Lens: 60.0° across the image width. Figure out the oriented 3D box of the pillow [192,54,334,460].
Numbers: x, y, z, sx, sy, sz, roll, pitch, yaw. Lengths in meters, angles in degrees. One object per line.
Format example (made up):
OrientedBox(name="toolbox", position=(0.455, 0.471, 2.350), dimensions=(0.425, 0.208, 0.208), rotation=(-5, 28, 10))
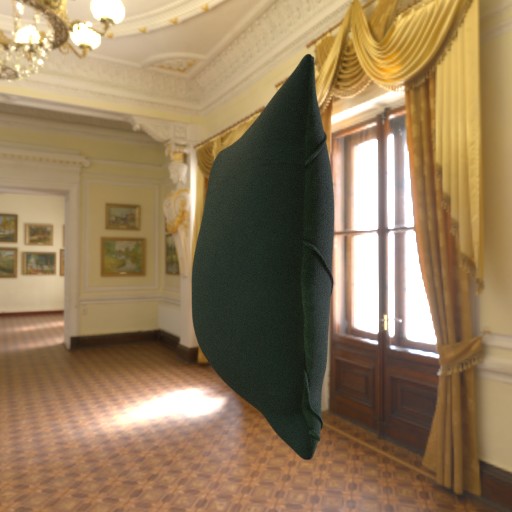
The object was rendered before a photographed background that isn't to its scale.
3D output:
OrientedBox(name="pillow", position=(0.000, 0.000, 0.680), dimensions=(0.184, 0.440, 0.439), rotation=(0, -1, -17))
